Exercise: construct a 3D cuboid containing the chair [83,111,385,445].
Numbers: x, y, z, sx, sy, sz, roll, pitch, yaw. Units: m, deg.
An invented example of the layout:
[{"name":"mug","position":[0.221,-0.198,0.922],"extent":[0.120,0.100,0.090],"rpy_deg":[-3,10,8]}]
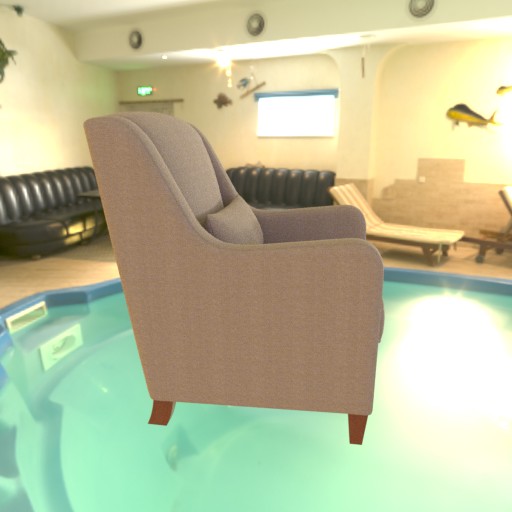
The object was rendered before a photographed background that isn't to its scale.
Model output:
[{"name":"chair","position":[0.000,0.000,1.638],"extent":[0.890,1.017,0.715],"rpy_deg":[2,16,9]}]
